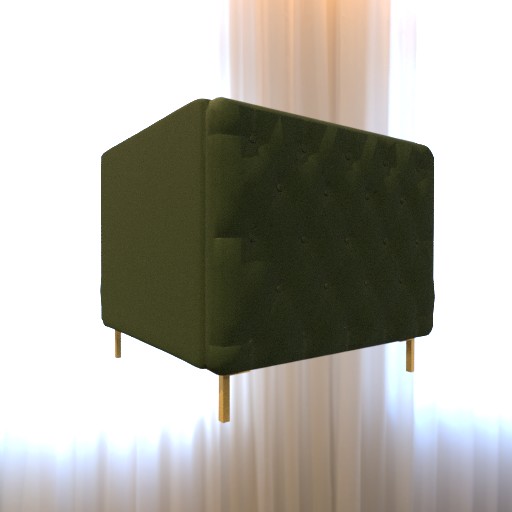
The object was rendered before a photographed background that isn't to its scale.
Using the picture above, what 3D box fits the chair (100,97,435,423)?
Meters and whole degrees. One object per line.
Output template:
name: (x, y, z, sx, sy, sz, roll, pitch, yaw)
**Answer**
chair: (0.000, 0.000, 1.569, 0.855, 0.768, 0.917, -1, 1, -36)
